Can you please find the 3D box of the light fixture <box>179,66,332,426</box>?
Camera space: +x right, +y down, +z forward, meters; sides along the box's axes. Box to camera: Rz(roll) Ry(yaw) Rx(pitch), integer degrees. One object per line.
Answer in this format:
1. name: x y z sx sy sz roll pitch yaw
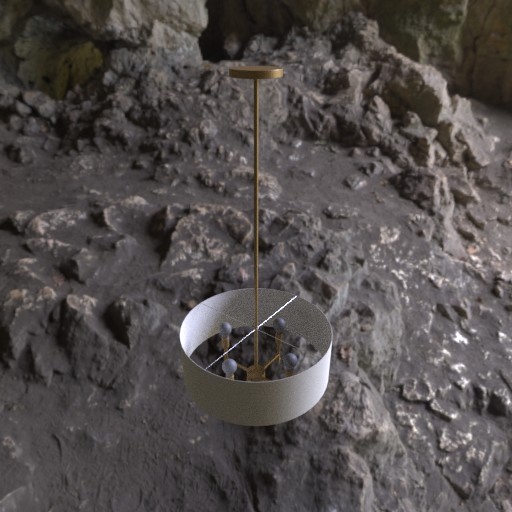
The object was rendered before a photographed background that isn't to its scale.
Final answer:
1. light fixture: 0.000 0.000 1.362 0.508 1.067 0.508 0 28 0
